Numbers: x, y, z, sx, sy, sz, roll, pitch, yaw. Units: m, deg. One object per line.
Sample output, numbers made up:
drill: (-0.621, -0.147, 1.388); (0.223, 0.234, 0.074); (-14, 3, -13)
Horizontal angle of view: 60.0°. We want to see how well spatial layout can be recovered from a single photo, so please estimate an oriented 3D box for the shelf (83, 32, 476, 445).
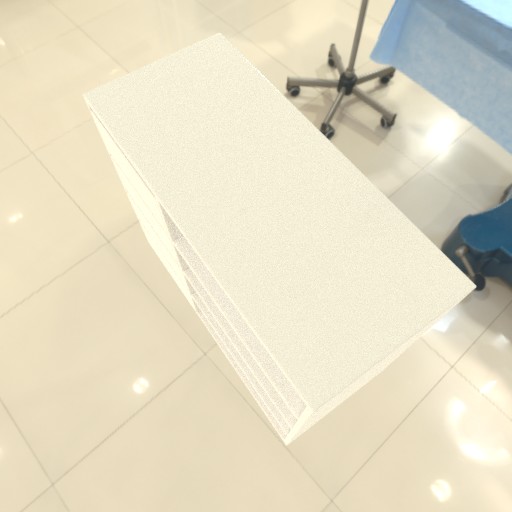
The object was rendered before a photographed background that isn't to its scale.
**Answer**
shelf: (0.000, 0.000, 1.280); (0.396, 0.732, 0.895); (-32, 67, -15)
